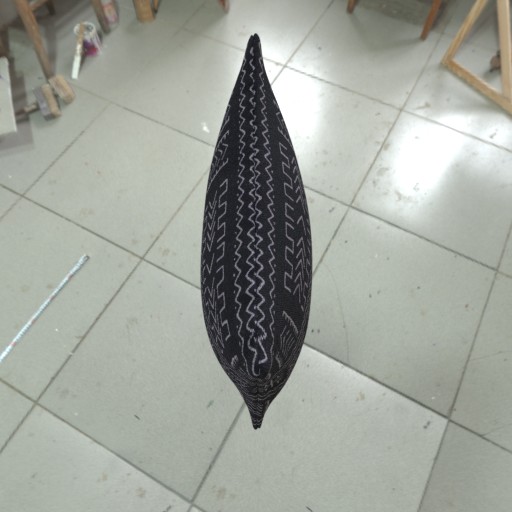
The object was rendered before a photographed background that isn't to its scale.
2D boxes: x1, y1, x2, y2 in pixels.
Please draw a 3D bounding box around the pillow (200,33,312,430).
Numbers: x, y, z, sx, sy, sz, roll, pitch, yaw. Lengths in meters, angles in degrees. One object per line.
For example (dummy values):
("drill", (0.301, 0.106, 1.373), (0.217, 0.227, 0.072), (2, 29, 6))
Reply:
("pillow", (0.000, 0.000, 0.652), (0.164, 0.430, 0.438), (-1, 63, 0))
